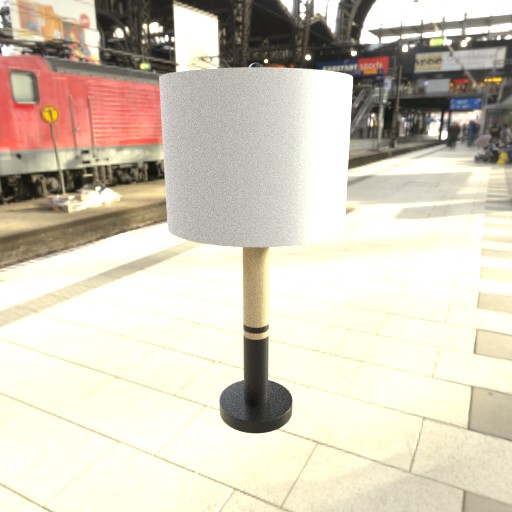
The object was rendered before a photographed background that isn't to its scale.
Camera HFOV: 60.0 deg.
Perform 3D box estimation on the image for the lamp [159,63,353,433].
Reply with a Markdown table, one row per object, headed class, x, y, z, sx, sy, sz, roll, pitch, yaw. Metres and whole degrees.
| class | x | y | z | sx | sy | sz | roll | pitch | yaw |
| --- | --- | --- | --- | --- | --- | --- | --- | --- | --- |
| lamp | 0.000 | 0.000 | 0.795 | 0.305 | 0.640 | 0.305 | 7 | 18 | 24 |
